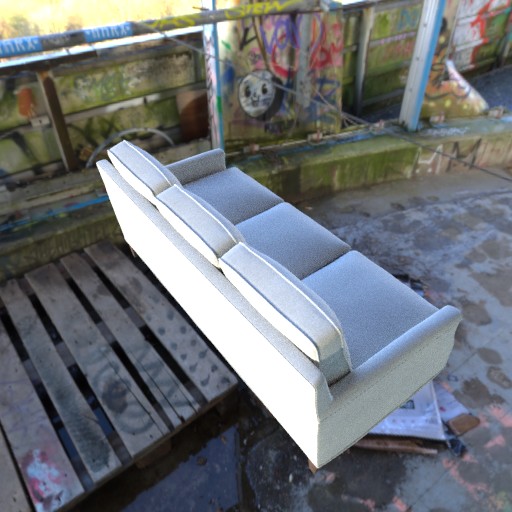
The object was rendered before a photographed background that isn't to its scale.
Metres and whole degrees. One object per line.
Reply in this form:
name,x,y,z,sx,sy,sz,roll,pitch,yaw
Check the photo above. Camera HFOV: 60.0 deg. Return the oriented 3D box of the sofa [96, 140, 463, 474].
sofa,0.000,0.000,2.759,1.084,1.003,2.246,-26,47,-27
